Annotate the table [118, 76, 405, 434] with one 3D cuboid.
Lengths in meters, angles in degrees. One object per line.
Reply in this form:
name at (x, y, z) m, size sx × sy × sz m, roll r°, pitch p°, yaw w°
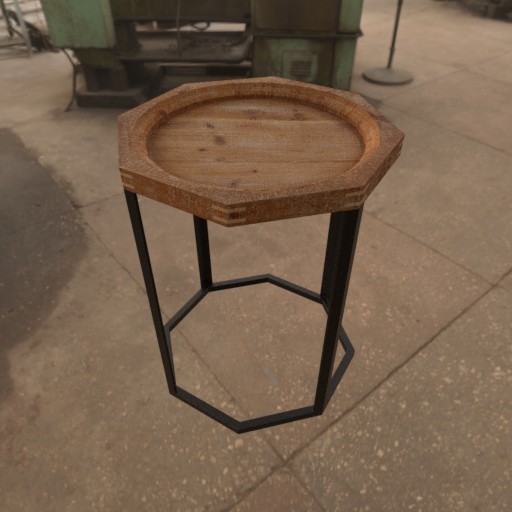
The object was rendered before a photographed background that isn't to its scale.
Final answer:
table at (0.000, 0.000, 0.875) m, size 0.458 × 0.543 × 0.458 m, roll -25°, pitch 46°, yaw -27°
